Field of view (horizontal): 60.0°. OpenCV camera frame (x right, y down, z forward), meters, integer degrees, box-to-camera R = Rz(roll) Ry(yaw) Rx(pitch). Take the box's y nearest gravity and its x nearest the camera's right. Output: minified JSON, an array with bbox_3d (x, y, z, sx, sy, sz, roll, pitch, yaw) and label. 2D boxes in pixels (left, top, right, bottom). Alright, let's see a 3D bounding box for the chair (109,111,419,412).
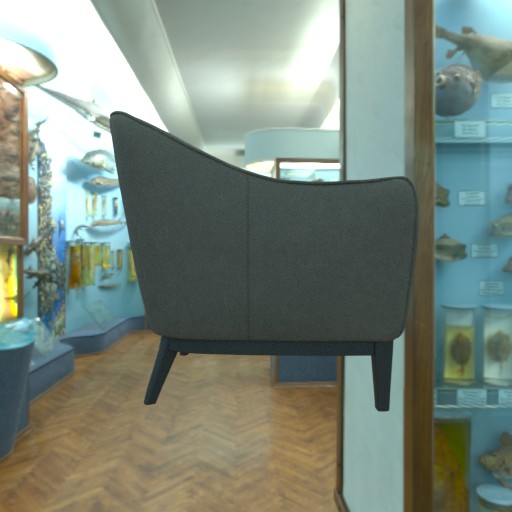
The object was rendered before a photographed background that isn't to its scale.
[{"bbox_3d":[0.000,0.000,1.543,0.852,0.830,0.871,0,0,0],"label":"chair"}]
